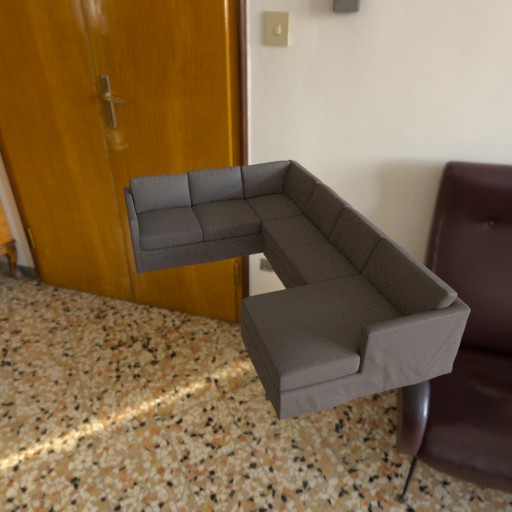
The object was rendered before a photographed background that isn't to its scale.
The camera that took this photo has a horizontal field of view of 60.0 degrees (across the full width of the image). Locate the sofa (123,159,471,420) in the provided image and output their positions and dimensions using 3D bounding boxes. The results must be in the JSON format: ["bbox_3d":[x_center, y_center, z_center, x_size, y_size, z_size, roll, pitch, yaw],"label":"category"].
[{"bbox_3d":[0.000,0.000,4.645,2.427,0.882,3.460,-10,32,-16],"label":"sofa"}]
